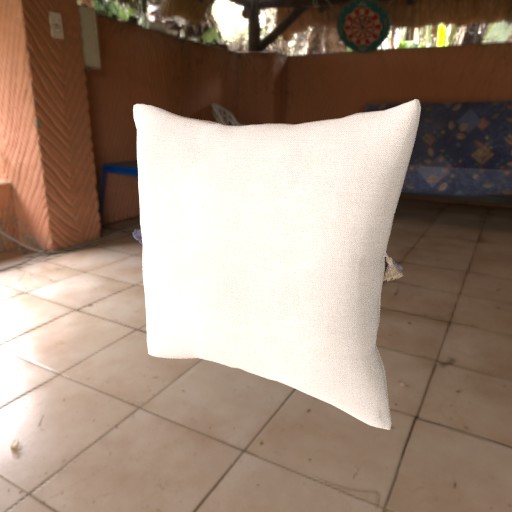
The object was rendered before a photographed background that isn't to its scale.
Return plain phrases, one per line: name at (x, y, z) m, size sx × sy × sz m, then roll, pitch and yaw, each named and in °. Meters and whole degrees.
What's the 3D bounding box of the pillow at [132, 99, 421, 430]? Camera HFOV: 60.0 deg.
pillow at (0.000, 0.000, 0.734) m, size 0.489 × 0.481 × 0.165 m, roll 9°, pitch 20°, yaw 27°
